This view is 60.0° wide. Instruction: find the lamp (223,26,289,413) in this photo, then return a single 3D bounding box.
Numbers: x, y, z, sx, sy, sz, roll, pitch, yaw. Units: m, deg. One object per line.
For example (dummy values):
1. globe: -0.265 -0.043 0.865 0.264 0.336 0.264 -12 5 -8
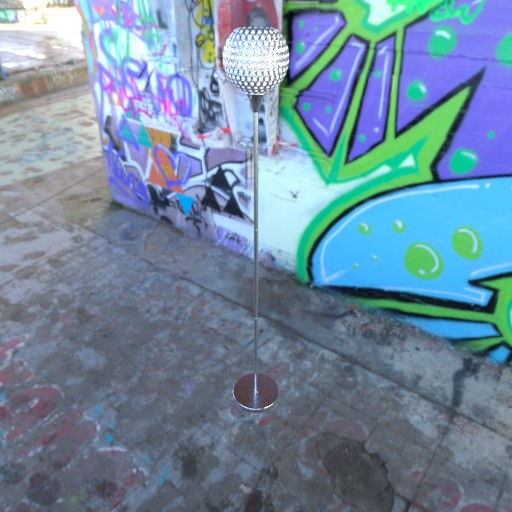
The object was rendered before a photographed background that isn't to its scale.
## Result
1. lamp: 0.000 0.000 1.965 0.254 1.805 0.254 0 32 0
